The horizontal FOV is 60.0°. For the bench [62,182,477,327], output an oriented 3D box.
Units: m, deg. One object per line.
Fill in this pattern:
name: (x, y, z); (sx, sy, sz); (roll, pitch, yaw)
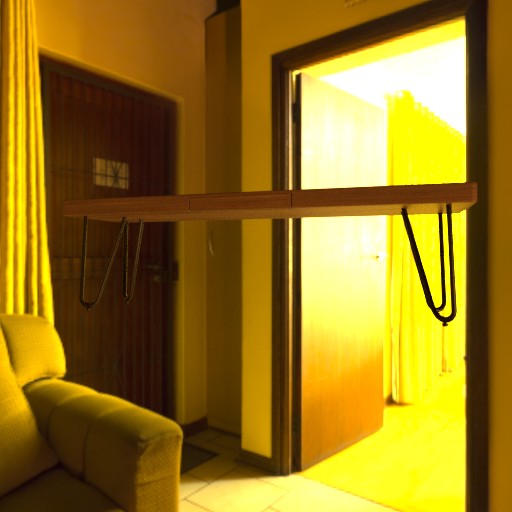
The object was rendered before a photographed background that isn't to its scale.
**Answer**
bench: (0.000, 0.000, 1.801); (1.570, 0.462, 0.425); (0, 0, 17)
